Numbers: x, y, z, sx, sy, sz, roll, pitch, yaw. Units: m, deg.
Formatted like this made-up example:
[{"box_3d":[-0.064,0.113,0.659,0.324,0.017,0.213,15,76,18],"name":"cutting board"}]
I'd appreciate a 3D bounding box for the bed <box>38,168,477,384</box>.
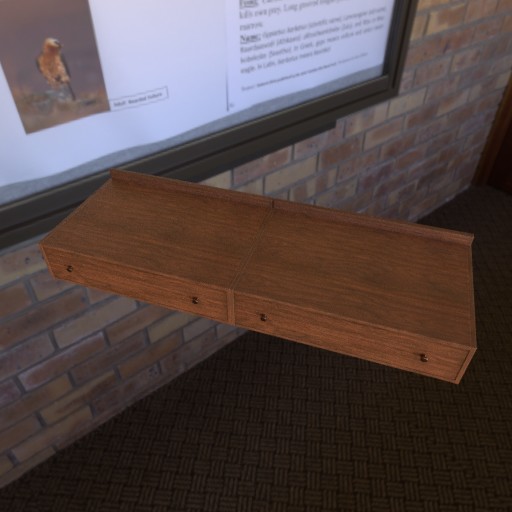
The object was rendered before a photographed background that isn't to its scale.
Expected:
[{"box_3d":[0.000,0.000,2.309,2.057,0.326,0.787,12,42,14],"name":"bed"}]
